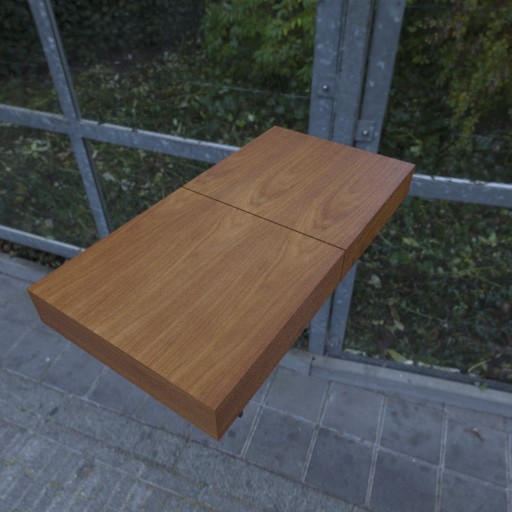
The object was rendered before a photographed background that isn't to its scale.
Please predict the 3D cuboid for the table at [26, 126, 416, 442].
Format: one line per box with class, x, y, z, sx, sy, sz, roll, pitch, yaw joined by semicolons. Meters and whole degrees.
table;0.000;0.000;1.486;0.610;0.330;1.194;23;45;25
